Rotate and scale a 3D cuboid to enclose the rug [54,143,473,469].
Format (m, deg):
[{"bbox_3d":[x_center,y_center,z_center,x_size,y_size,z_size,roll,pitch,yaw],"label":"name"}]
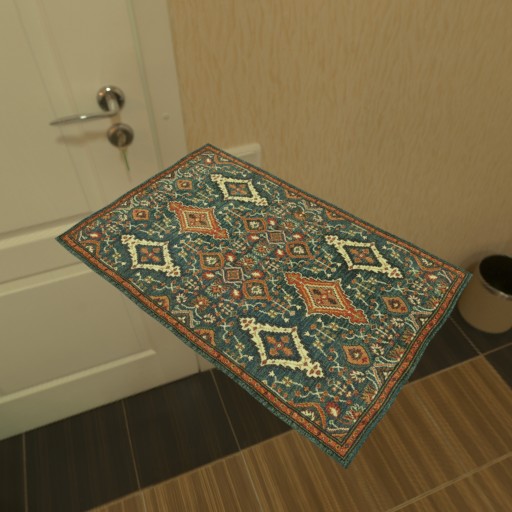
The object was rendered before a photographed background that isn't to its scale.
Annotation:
[{"bbox_3d":[0.000,0.000,4.182,3.371,0.008,2.190,31,55,26],"label":"rug"}]
